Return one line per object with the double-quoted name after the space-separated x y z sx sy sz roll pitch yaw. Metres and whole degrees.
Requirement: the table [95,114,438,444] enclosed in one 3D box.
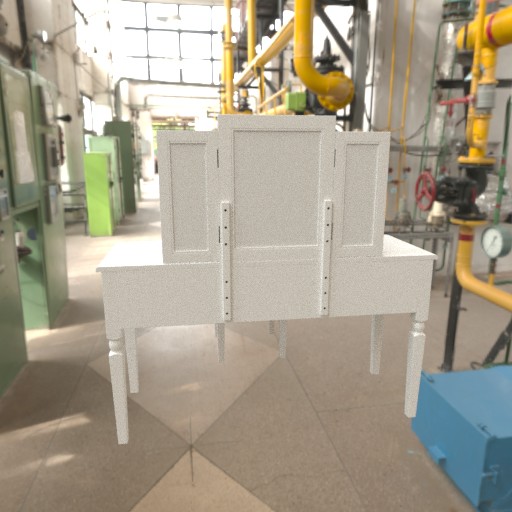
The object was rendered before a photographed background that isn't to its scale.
0.000 0.000 2.291 1.369 1.310 1.115 -2 13 -8 "table"
